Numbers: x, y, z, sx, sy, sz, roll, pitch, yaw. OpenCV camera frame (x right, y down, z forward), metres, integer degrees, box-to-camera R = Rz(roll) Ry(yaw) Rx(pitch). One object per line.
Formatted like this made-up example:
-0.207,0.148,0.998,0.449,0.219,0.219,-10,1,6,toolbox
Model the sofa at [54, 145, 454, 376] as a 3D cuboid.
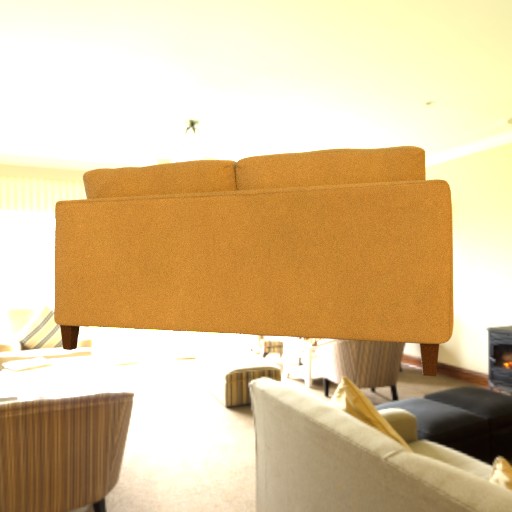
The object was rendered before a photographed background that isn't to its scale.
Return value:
0.000,0.000,2.357,1.846,0.940,0.950,0,-1,18,sofa
